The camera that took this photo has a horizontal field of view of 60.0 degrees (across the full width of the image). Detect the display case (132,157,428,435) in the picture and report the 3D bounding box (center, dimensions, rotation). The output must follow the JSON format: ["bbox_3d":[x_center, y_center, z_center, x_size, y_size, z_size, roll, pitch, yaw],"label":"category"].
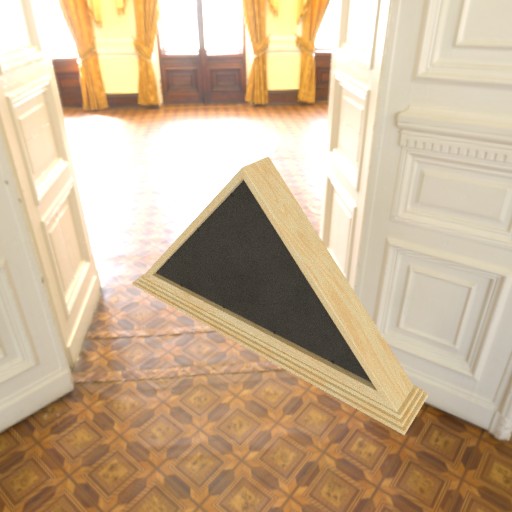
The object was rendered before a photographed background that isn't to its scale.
[{"bbox_3d":[0.000,0.000,0.777,0.640,0.340,0.095,22,37,33],"label":"display case"}]
